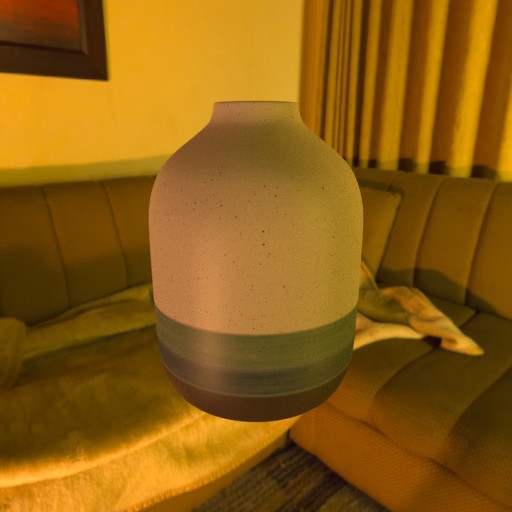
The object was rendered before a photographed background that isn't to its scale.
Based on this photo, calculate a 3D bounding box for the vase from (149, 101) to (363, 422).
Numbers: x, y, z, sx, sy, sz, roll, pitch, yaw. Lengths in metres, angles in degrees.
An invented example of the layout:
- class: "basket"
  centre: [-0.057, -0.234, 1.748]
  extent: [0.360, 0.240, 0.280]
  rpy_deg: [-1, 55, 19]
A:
- class: "vase"
  centre: [0.000, 0.000, 0.367]
  extent: [0.169, 0.240, 0.169]
  rpy_deg: [0, 17, 0]
